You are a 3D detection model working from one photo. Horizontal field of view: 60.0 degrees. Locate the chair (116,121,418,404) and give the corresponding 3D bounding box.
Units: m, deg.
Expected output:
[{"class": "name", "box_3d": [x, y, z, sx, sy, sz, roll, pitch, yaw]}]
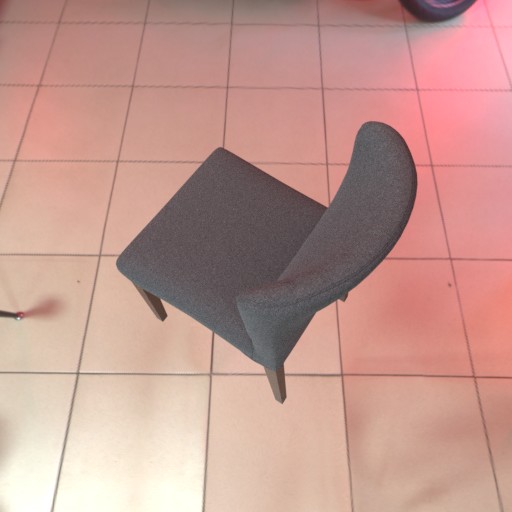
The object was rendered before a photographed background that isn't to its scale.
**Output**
[{"class": "chair", "box_3d": [0.000, 0.000, 1.185, 0.592, 0.839, 0.491, 31, 67, 14]}]
